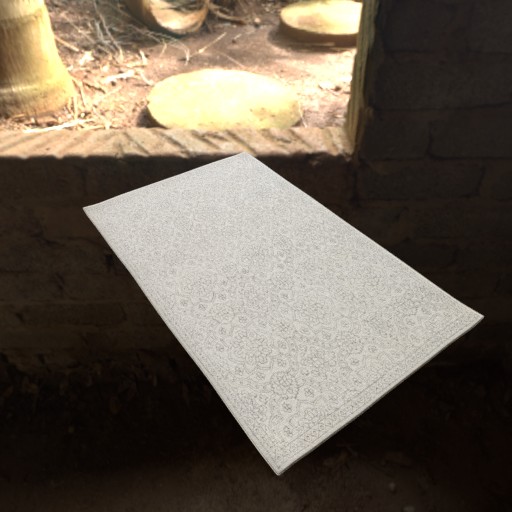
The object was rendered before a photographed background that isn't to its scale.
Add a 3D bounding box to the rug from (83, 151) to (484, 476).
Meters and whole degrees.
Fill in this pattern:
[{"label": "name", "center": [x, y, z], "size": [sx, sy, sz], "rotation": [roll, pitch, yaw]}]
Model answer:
[{"label": "rug", "center": [0.000, 0.000, 2.380], "size": [1.214, 0.023, 1.947], "rotation": [-26, 48, -26]}]
